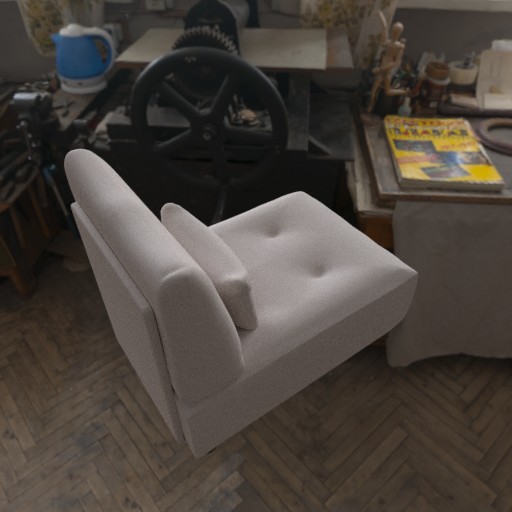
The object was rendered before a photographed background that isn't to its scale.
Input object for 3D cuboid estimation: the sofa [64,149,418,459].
[{"bbox_3d":[0.000,0.000,1.570,1.000,0.820,0.700,-25,48,-25],"label":"sofa"}]
